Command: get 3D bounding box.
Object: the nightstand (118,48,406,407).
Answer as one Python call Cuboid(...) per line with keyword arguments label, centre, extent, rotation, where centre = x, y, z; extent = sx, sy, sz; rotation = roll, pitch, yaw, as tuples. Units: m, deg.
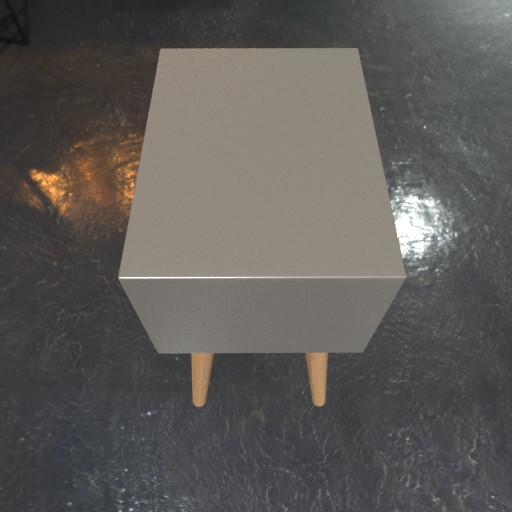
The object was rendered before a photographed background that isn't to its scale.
Cuboid(label="nightstand", centre=(0.000, 0.000, 0.738), extent=(0.288, 0.508, 0.370), rotation=(0, 58, 0))
